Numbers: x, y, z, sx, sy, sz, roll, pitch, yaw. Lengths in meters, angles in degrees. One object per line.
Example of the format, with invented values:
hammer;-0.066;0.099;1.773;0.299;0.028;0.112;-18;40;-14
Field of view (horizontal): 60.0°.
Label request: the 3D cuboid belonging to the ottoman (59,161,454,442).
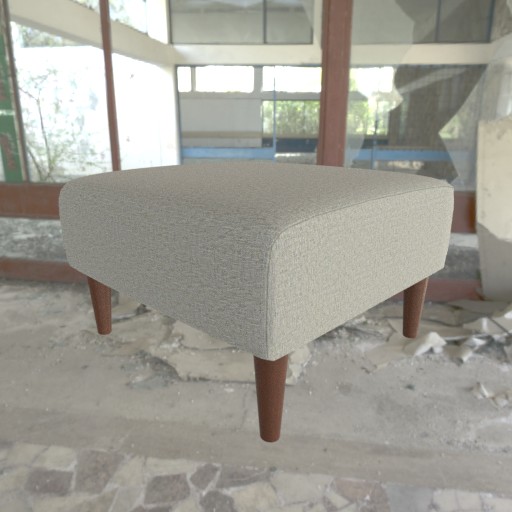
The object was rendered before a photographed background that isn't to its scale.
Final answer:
ottoman;0.000;0.000;1.031;0.655;0.399;0.648;15;22;42
